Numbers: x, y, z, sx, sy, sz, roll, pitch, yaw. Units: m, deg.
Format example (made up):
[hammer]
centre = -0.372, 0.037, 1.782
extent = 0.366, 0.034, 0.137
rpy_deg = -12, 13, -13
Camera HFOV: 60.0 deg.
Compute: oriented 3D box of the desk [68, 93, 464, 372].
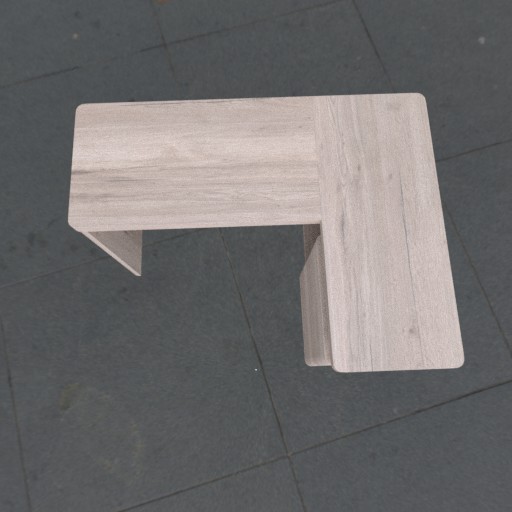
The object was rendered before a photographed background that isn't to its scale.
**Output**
[desk]
centre = 0.000, 0.000, 1.744
extent = 1.169, 0.760, 0.900
rpy_deg = -2, 76, -1
